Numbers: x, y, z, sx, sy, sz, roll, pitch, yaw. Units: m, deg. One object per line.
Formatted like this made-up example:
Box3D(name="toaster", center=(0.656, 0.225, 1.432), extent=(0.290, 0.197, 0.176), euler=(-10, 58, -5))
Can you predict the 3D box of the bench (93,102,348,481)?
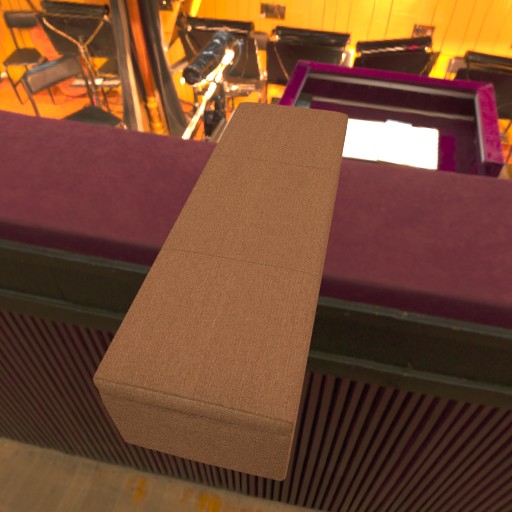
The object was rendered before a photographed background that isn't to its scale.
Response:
Box3D(name="bench", center=(0.000, 0.000, 1.466), extent=(0.446, 0.438, 1.269), euler=(10, 47, 9))
